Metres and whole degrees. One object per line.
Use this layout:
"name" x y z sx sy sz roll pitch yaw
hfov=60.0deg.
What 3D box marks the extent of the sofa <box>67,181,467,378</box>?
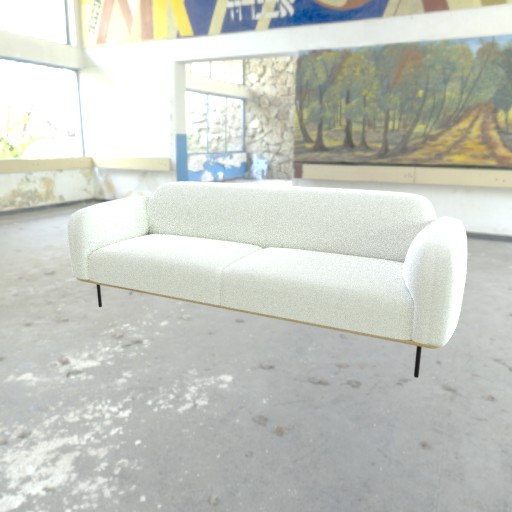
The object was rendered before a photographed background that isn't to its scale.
"sofa" 0.000 0.000 2.655 2.280 0.780 0.870 7 16 26
